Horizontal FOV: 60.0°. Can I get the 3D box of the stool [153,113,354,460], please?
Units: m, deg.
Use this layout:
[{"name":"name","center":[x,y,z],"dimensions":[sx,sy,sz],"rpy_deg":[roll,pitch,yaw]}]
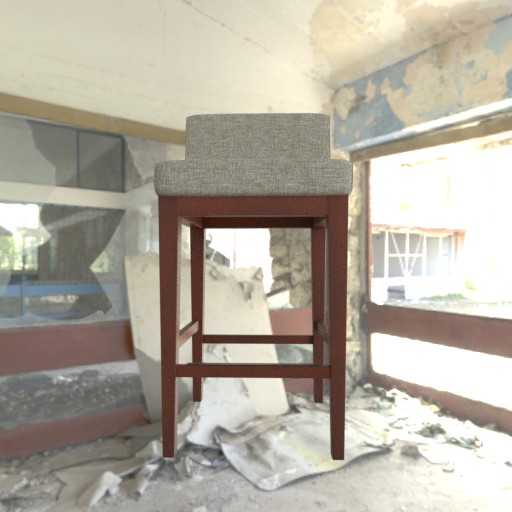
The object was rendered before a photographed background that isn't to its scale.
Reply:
[{"name":"stool","center":[0.000,0.000,1.114],"dimensions":[0.417,0.835,0.459],"rpy_deg":[0,-1,2]}]
